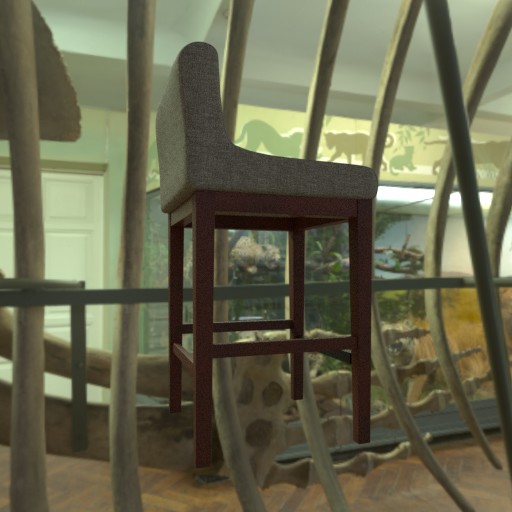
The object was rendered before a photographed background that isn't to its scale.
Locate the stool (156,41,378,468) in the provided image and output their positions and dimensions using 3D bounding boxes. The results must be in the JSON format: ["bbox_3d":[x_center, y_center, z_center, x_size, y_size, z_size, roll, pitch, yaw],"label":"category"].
[{"bbox_3d":[0.000,0.000,1.103,0.459,0.835,0.417,1,-2,-19],"label":"stool"}]
